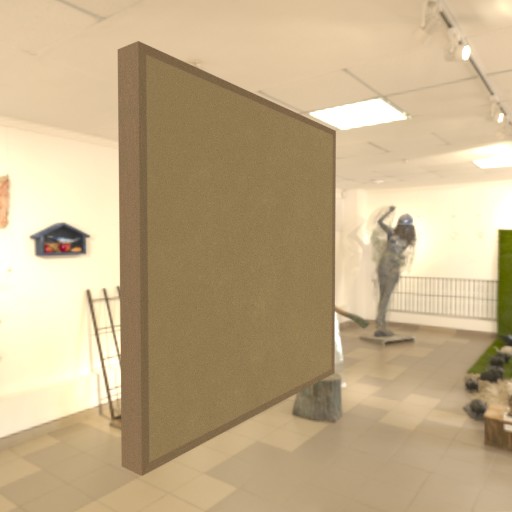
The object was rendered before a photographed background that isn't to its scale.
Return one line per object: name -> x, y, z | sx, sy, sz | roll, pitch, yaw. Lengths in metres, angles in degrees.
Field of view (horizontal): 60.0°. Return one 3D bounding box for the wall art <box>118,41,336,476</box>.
wall art -> 0.000, 0.000, 0.732 | 0.038, 0.506, 0.508 | 1, 2, 36
